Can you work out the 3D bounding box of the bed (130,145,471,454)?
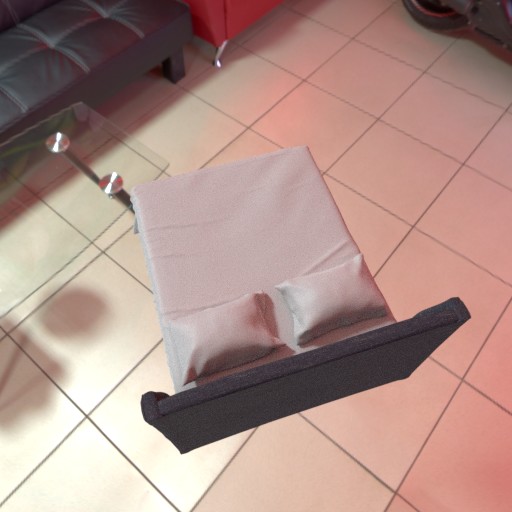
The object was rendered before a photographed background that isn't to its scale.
[{"bbox_3d":[0.000,0.000,3.491,1.925,1.332,2.276,-15,61,-9],"label":"bed"}]
